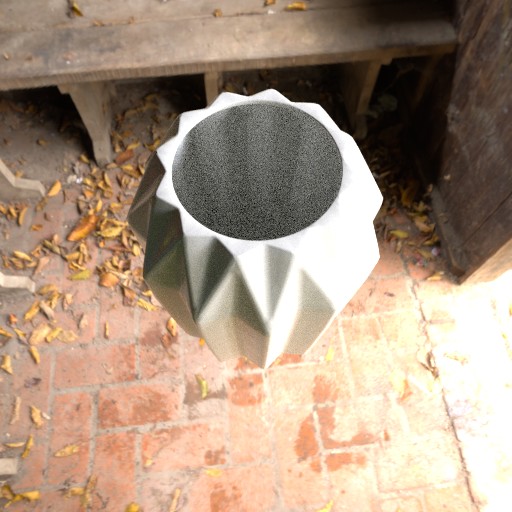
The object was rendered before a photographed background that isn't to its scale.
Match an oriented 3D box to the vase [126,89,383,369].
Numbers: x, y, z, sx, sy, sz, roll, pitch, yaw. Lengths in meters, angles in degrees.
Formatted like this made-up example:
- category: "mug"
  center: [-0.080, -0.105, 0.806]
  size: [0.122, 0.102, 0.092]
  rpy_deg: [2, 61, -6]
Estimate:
- category: "vase"
  center: [0.000, 0.000, 0.409]
  size: [0.195, 0.275, 0.195]
  rpy_deg: [0, 65, 0]
